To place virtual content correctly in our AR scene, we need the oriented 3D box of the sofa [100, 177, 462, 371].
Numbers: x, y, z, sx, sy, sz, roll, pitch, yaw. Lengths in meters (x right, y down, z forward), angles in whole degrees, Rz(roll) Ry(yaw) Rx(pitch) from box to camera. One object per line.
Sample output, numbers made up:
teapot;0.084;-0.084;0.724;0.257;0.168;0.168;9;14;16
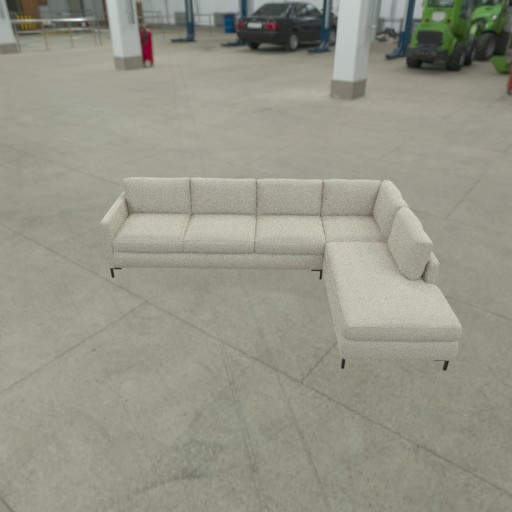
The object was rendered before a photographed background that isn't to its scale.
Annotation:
sofa;0.000;0.000;3.948;2.949;0.815;2.007;1;30;1
